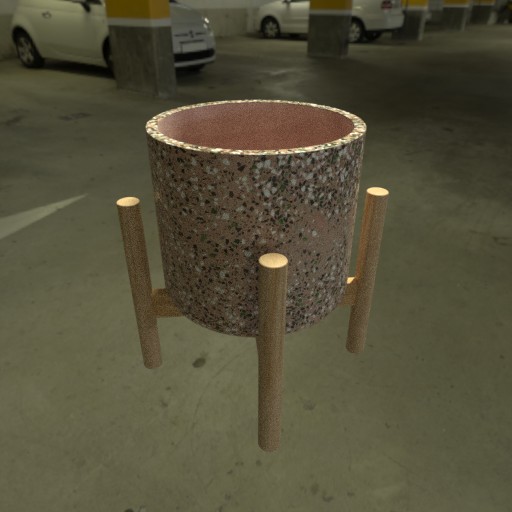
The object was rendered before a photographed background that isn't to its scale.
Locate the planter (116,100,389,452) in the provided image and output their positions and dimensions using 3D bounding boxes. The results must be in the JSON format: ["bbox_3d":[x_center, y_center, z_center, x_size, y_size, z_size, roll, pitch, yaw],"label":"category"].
[{"bbox_3d":[0.000,0.000,0.536,0.284,0.320,0.284,9,31,14],"label":"planter"}]
